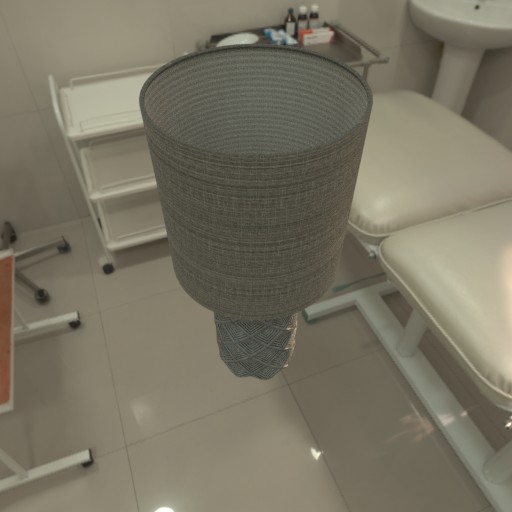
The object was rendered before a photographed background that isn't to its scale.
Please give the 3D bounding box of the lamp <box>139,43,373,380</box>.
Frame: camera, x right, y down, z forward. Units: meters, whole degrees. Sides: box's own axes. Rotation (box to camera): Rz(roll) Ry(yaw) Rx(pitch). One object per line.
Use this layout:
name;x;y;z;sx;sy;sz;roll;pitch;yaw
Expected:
lamp;0.000;0.000;0.723;0.269;0.566;0.268;-16;49;-15
